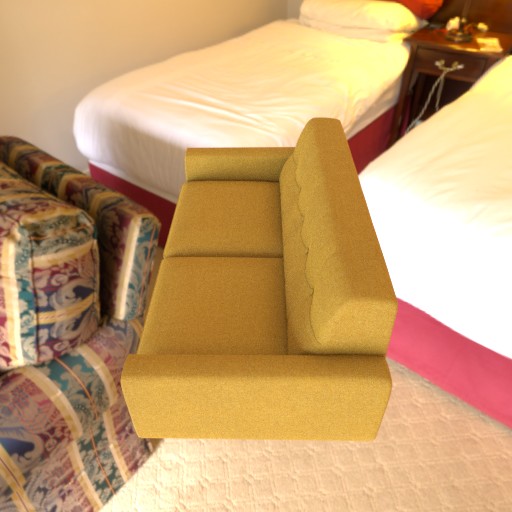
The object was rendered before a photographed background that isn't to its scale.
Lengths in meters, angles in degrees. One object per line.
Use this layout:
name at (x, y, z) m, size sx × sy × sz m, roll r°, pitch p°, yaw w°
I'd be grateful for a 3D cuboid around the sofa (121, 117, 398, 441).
sofa at (0.000, 0.000, 2.124) m, size 0.909 × 0.841 × 1.631 m, roll 1°, pitch 40°, yaw 1°
